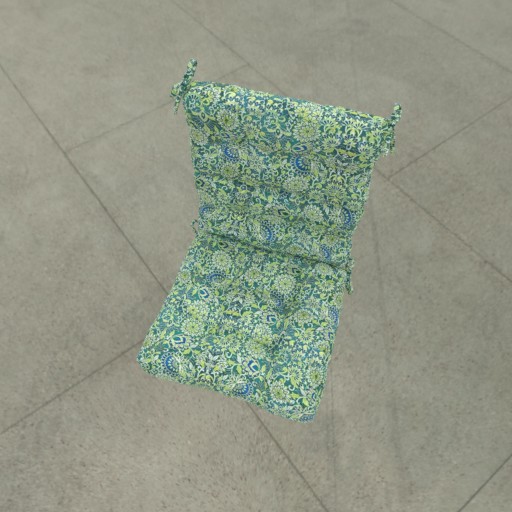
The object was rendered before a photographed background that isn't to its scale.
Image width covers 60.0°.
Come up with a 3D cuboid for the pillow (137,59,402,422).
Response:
[{"bbox_3d":[0.000,0.000,1.058,0.519,0.605,0.571,15,59,9],"label":"pillow"}]
